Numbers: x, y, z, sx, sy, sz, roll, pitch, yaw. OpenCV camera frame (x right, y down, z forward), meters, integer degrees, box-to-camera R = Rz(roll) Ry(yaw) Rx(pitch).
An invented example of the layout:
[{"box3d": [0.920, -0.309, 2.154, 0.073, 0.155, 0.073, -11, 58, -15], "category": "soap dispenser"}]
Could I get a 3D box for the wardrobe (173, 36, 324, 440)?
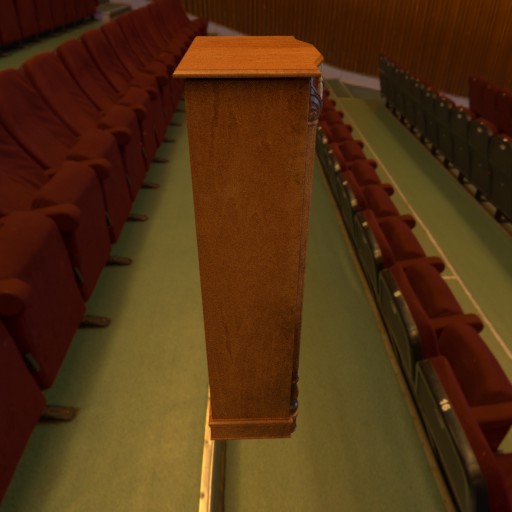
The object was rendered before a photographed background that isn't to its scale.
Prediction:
[{"box3d": [0.000, 0.000, 1.124, 0.273, 0.959, 0.406, -1, 33, -1], "category": "wardrobe"}]
